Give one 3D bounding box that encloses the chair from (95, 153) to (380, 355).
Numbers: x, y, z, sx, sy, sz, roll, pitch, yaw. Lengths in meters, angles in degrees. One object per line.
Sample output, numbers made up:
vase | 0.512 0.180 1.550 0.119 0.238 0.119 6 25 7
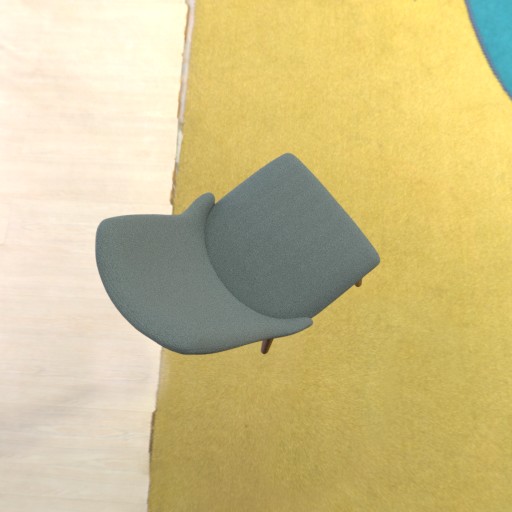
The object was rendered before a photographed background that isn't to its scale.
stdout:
chair | 0.000 0.000 1.361 0.707 0.918 0.535 -35 78 -9
